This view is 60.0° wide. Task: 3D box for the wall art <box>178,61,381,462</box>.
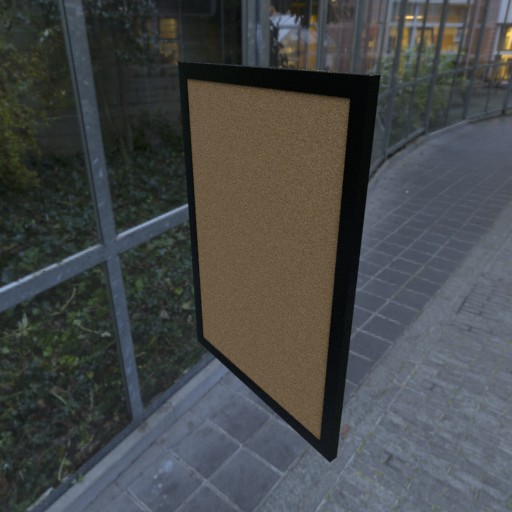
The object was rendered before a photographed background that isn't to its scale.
[{"bbox_3d":[0.000,0.000,0.833,0.019,0.656,0.462,-19,32,-34],"label":"wall art"}]
